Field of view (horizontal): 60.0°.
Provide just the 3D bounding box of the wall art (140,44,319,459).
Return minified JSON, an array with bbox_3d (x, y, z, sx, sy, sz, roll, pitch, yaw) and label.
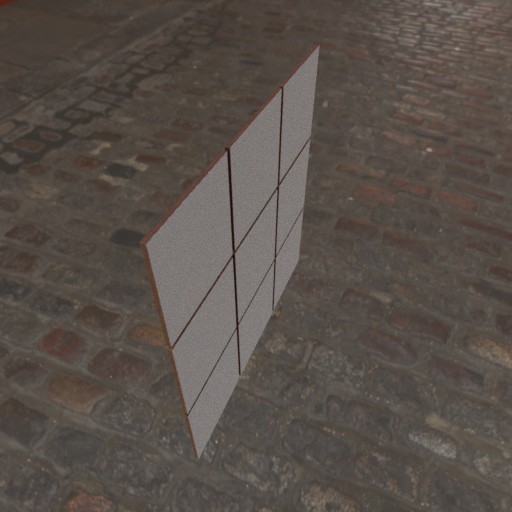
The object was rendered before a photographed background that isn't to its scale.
[{"bbox_3d":[0.000,0.000,1.817,0.017,1.246,1.256,17,48,16],"label":"wall art"}]
